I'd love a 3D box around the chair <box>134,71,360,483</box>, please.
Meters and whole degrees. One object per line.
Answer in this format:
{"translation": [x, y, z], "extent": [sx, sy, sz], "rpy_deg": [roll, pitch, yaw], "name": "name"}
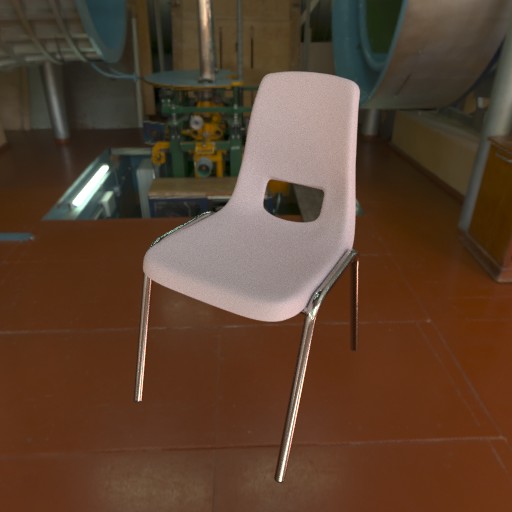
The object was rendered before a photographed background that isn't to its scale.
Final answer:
{"translation": [0.000, 0.000, 0.902], "extent": [0.381, 0.653, 0.436], "rpy_deg": [17, 34, 27], "name": "chair"}
